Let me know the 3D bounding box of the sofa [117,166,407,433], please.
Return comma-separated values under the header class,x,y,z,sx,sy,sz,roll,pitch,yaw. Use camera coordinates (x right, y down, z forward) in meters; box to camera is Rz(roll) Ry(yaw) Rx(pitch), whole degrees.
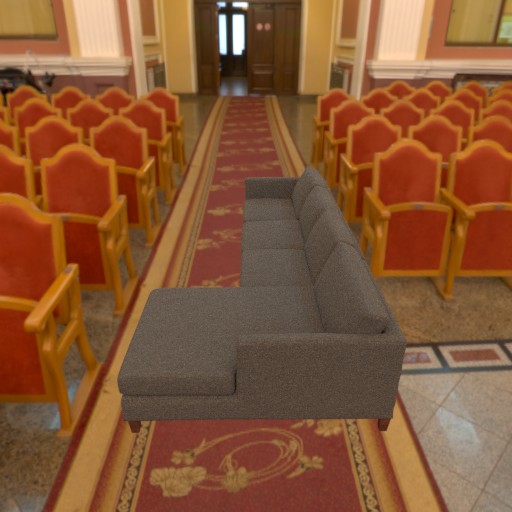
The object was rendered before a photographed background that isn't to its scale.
class,x,y,z,sx,sy,sz,roll,pitch,yaw
sofa,0.000,0.000,3.906,1.625,0.846,3.186,0,26,0
